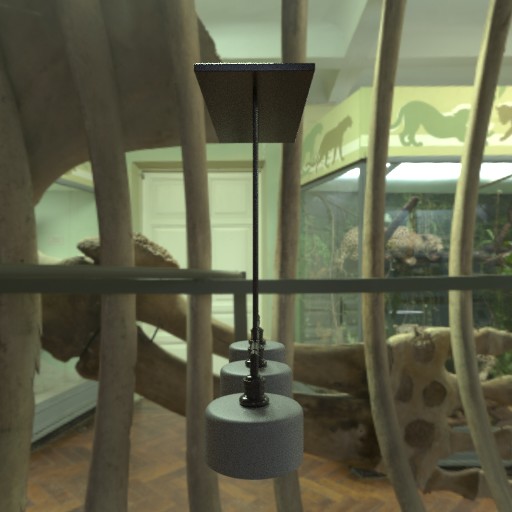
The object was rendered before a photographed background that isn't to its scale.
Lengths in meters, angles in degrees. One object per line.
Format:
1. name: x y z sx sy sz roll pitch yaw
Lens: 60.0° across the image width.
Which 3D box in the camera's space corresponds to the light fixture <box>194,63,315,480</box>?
1. light fixture: 0.000 0.000 0.838 0.177 0.557 0.582 0 -1 1
